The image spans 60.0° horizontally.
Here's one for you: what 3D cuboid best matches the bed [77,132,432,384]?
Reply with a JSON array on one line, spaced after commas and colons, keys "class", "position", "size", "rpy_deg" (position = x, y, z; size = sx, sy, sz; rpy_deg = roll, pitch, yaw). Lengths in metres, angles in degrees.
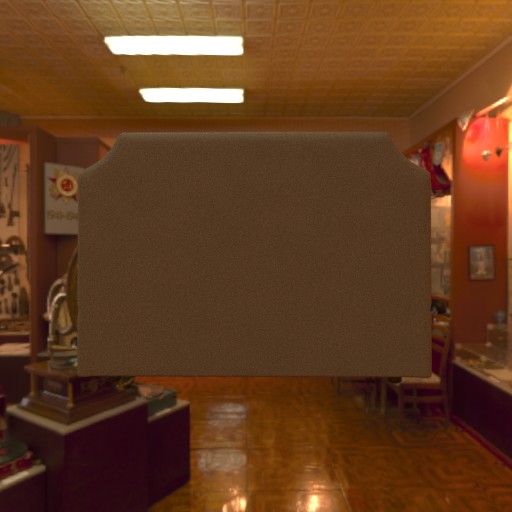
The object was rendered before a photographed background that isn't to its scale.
[{"class": "bed", "position": [0.000, 0.000, 3.336], "size": [1.831, 1.297, 2.181], "rpy_deg": [0, 1, 1]}]
